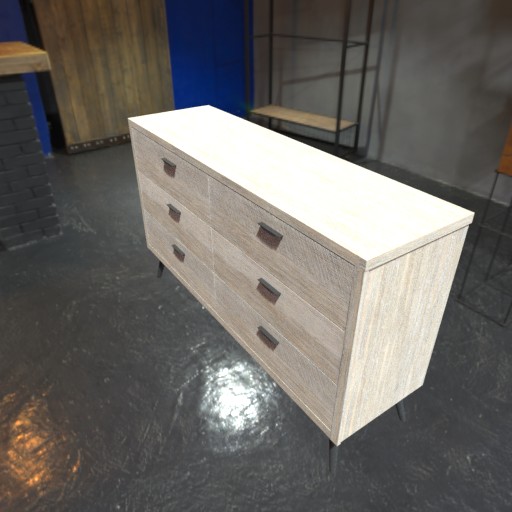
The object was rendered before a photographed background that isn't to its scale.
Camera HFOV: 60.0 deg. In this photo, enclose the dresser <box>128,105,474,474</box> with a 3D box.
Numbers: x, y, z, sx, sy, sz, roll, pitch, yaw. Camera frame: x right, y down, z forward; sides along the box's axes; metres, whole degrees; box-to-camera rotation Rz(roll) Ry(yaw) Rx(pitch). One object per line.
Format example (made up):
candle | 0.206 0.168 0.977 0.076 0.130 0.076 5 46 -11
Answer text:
dresser | 0.000 0.000 1.925 0.457 0.914 1.524 -20 38 -29
